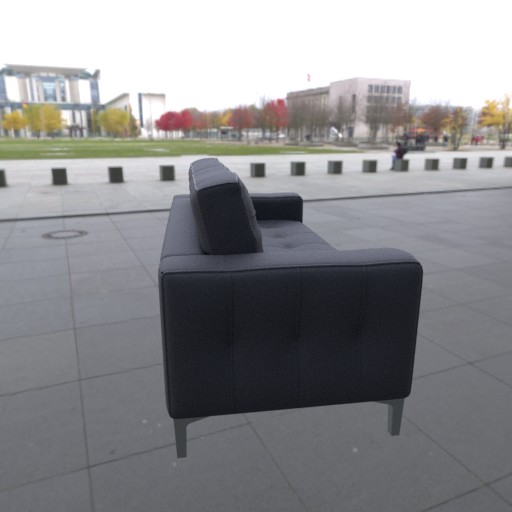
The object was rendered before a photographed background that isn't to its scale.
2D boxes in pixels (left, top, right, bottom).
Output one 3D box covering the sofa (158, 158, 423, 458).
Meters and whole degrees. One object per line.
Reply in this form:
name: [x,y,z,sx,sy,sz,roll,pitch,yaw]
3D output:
sofa: [0.000,0.000,2.169,0.833,0.893,1.726,-2,16,-8]
